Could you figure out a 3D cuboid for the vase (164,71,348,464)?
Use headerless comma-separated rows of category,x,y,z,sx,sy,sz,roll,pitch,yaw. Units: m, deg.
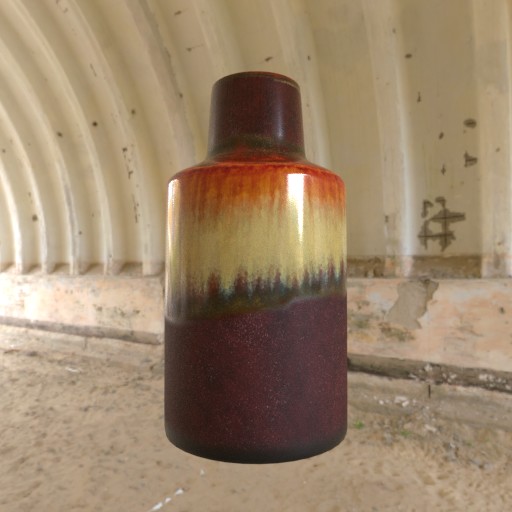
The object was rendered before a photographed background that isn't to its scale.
vase,0.000,0.000,0.268,0.108,0.204,0.108,0,-1,0
